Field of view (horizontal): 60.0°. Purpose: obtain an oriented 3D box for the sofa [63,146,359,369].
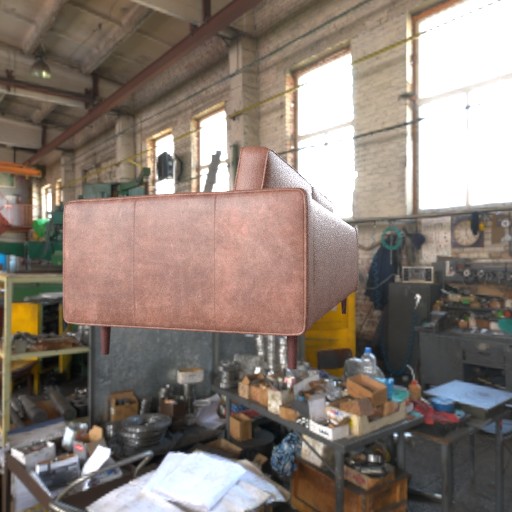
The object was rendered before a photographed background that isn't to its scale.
[{"bbox_3d":[0.000,0.000,2.322,0.910,0.760,1.870,0,0,18],"label":"sofa"}]
